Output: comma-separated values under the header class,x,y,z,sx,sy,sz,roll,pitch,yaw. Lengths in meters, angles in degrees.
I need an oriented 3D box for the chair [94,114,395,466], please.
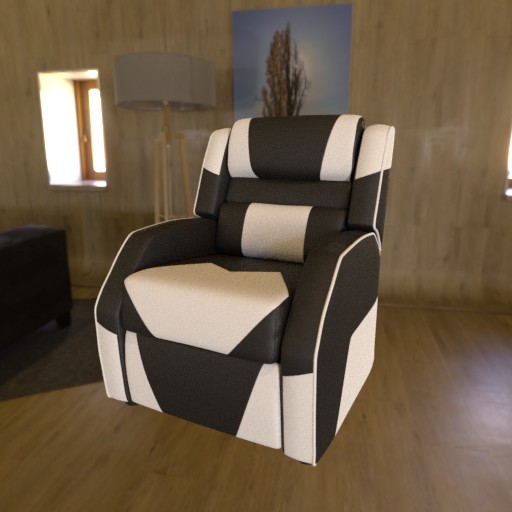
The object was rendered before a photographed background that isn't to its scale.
class,x,y,z,sx,sy,sz,roll,pitch,yaw
chair,0.000,0.000,1.270,0.620,0.805,0.672,7,15,26
